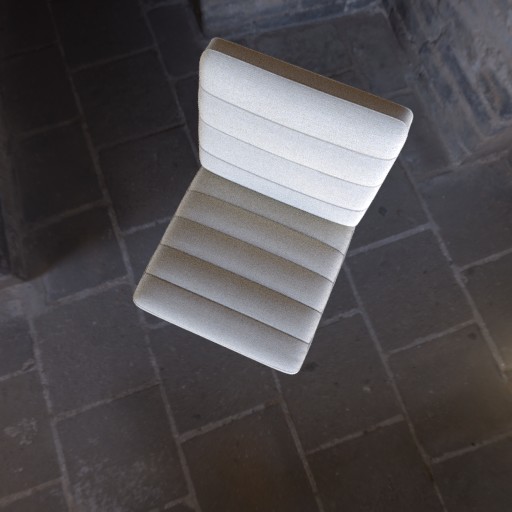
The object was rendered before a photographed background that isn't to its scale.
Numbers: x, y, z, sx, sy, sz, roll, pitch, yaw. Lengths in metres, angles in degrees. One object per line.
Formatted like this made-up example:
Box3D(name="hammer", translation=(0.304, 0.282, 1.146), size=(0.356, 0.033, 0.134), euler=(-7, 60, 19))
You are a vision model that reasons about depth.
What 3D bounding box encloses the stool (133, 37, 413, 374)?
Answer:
Box3D(name="stool", translation=(0.000, 0.000, 1.321), size=(0.460, 1.040, 0.560), euler=(23, 77, 6))
